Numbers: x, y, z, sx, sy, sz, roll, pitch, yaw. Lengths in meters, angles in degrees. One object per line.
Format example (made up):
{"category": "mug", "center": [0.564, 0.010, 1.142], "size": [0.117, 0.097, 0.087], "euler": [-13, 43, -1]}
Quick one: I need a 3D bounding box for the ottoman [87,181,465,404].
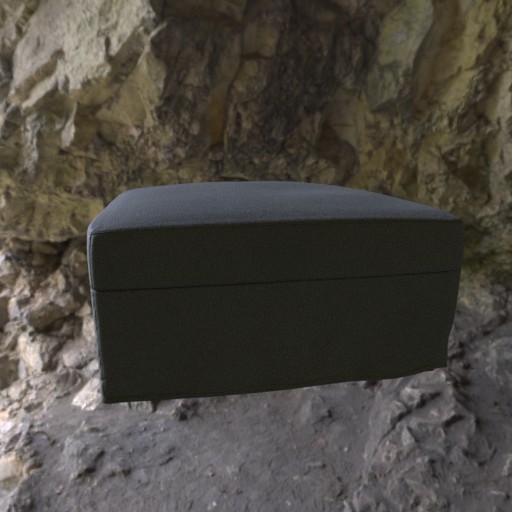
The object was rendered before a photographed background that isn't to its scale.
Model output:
{"category": "ottoman", "center": [0.000, 0.000, 1.342], "size": [0.842, 0.441, 0.843], "euler": [-3, 14, -11]}
